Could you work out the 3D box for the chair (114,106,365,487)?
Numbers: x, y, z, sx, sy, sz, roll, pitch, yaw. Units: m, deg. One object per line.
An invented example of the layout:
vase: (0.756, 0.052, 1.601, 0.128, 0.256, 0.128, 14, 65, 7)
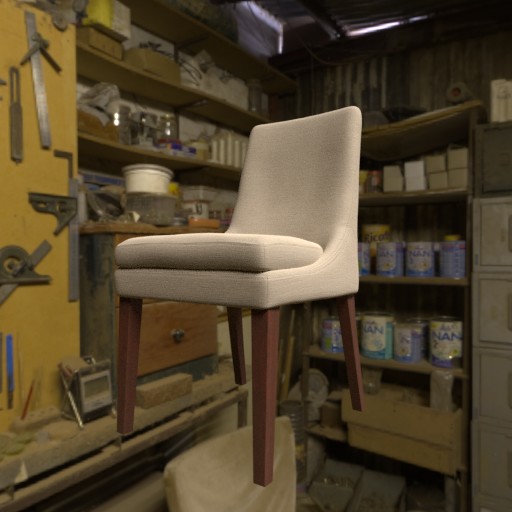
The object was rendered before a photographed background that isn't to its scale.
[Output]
chair: (0.000, 0.000, 1.288, 0.515, 0.940, 0.638, 0, 1, 36)
